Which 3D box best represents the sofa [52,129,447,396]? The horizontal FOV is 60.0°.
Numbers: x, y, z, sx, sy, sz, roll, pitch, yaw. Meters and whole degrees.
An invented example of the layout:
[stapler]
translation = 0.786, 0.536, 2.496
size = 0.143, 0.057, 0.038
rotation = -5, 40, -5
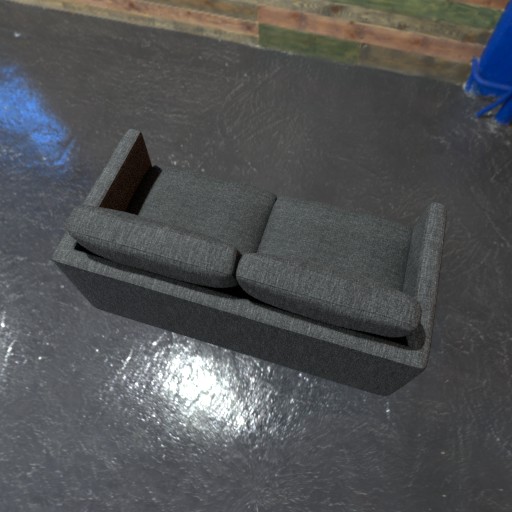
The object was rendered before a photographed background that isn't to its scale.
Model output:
[sofa]
translation = 0.000, 0.000, 2.517
size = 1.884, 0.963, 0.950
rotation = 15, 63, 8
